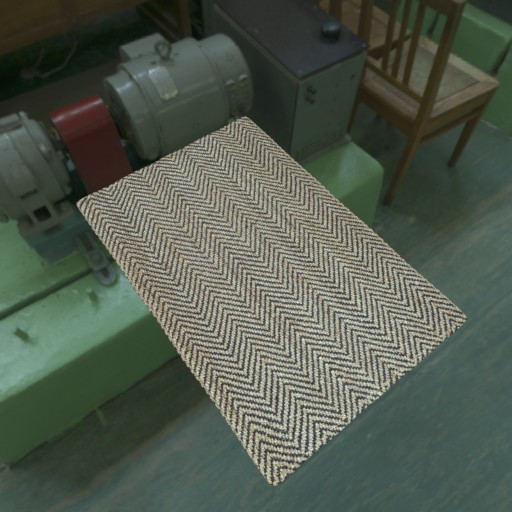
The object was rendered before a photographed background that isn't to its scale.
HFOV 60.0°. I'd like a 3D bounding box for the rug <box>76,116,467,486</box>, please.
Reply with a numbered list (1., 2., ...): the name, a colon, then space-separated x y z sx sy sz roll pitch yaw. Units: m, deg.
1. rug: 0.000 0.000 2.342 1.219 0.008 1.828 -33 63 -19
